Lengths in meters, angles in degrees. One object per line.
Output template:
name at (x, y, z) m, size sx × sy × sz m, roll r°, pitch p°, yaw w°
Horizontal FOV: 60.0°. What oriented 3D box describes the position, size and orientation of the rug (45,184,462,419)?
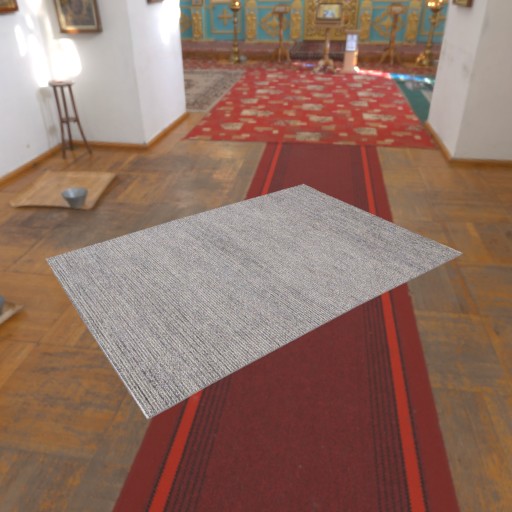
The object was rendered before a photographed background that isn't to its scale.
rug at (0.000, 0.000, 2.971) m, size 2.307 × 0.030 × 1.604 m, roll -20°, pitch 36°, yaw -31°
